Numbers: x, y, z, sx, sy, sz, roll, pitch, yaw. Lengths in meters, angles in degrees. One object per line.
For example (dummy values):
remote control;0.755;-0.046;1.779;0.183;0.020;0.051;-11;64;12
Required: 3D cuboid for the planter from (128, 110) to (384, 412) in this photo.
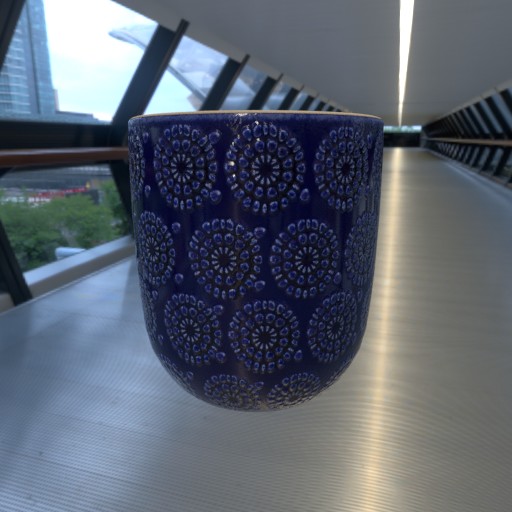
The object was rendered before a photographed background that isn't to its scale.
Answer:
planter;0.000;0.000;0.351;0.184;0.206;0.184;0;14;0
